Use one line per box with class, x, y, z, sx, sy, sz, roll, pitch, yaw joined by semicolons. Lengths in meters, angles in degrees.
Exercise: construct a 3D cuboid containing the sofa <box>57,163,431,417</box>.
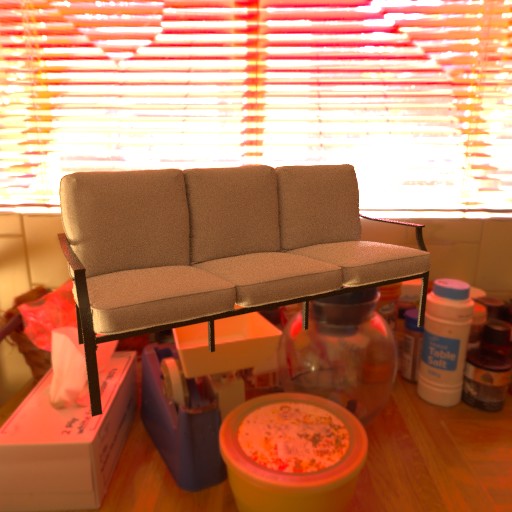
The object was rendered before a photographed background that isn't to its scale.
sofa;0.000;0.000;2.213;1.740;0.860;0.787;-8;17;-27
